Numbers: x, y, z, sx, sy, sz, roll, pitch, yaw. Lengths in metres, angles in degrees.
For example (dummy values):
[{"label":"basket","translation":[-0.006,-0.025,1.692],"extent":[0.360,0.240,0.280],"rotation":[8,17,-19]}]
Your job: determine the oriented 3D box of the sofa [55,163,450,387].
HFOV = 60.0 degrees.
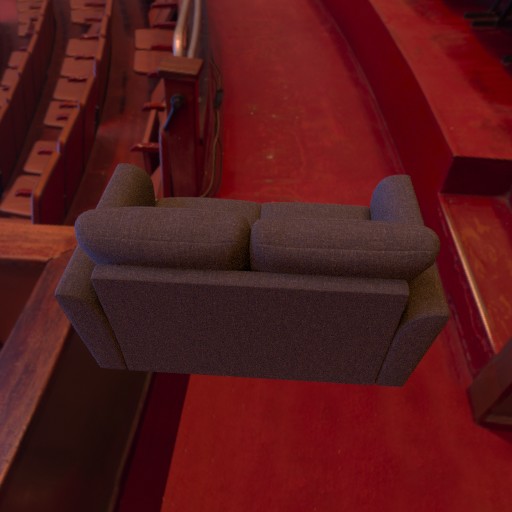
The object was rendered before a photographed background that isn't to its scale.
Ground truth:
[{"label":"sofa","translation":[0.000,0.000,1.996],"extent":[1.423,0.885,0.851],"rotation":[3,47,3]}]
